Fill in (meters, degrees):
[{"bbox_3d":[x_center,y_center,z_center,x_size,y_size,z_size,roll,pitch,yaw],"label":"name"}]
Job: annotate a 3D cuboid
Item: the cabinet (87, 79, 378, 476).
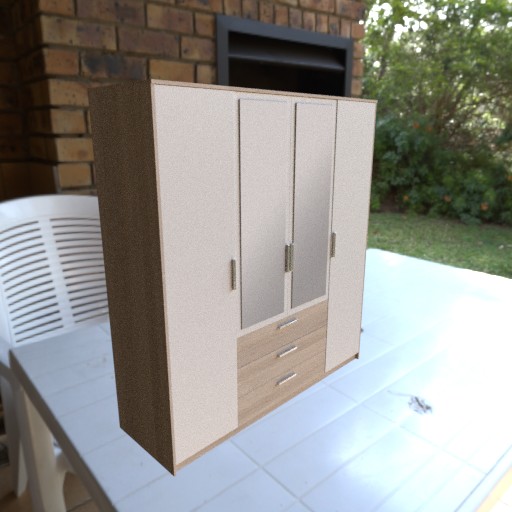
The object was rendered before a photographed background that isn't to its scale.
[{"bbox_3d":[0.000,0.000,3.014,0.620,2.060,1.870,15,22,43],"label":"cabinet"}]
